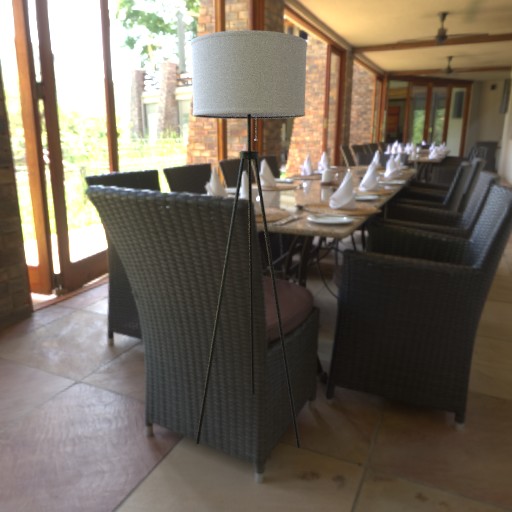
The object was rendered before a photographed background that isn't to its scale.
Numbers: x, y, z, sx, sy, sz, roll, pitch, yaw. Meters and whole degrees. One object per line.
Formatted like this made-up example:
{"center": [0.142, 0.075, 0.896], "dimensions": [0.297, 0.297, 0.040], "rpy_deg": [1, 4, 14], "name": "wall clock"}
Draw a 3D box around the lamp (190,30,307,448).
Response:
{"center": [0.000, 0.000, 1.757], "dimensions": [0.458, 1.545, 0.448], "rpy_deg": [8, 17, 27], "name": "lamp"}
